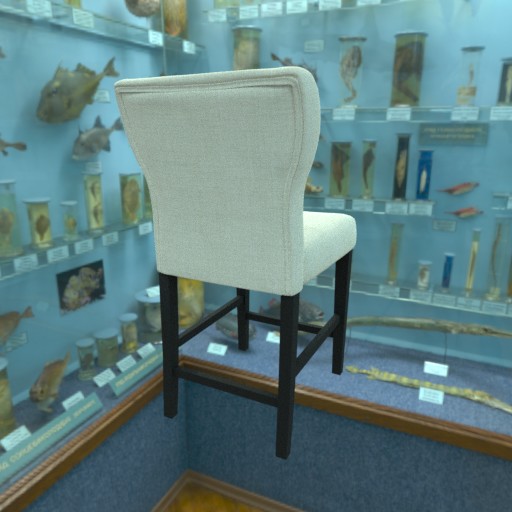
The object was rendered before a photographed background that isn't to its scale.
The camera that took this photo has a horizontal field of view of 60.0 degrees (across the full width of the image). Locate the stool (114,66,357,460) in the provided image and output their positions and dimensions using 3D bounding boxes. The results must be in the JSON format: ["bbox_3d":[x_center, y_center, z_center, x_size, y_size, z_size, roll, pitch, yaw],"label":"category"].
[{"bbox_3d":[0.000,0.000,1.329,0.514,0.972,0.603,8,18,26],"label":"stool"}]
